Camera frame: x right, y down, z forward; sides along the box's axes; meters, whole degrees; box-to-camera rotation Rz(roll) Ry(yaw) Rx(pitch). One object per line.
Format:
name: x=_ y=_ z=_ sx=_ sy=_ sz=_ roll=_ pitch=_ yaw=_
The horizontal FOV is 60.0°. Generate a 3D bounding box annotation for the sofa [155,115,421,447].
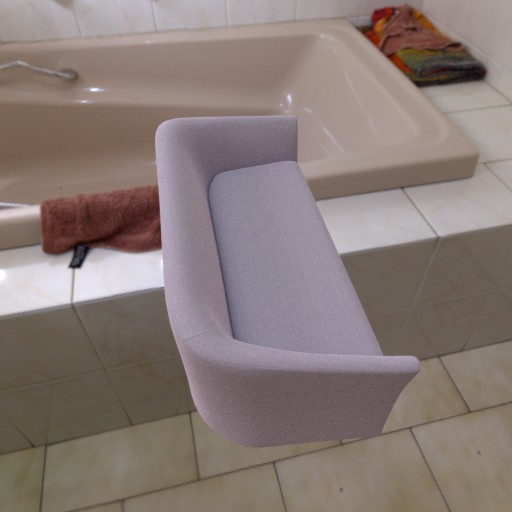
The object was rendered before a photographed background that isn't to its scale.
sofa: x=0.000 y=0.000 z=1.862 sx=0.705 sy=0.721 sz=1.452 roll=-8 pitch=47 yaw=-7
